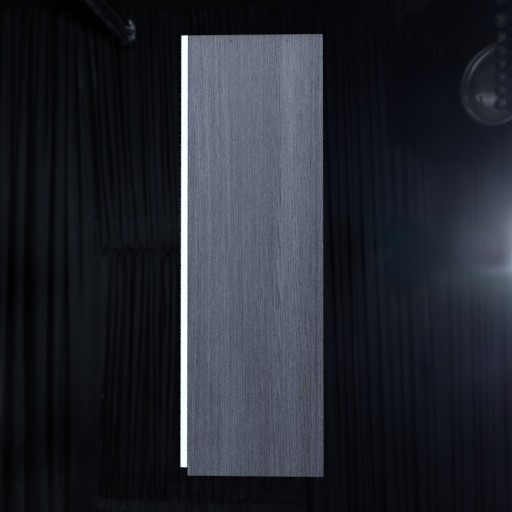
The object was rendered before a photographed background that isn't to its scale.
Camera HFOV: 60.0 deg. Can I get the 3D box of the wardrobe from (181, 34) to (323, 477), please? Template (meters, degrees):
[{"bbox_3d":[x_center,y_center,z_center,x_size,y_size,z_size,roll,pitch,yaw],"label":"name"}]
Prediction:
[{"bbox_3d":[0.000,0.000,2.853,0.629,1.960,1.780,0,-1,1],"label":"wardrobe"}]
